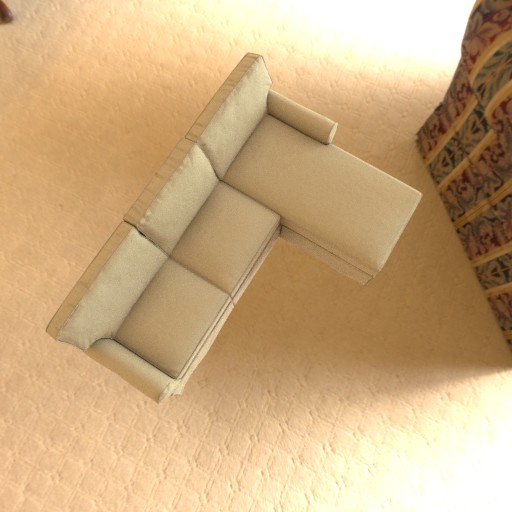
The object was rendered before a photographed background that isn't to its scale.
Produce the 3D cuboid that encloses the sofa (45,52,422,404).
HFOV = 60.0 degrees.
[{"bbox_3d":[0.000,0.000,3.302,1.733,0.978,2.475,31,78,7],"label":"sofa"}]
